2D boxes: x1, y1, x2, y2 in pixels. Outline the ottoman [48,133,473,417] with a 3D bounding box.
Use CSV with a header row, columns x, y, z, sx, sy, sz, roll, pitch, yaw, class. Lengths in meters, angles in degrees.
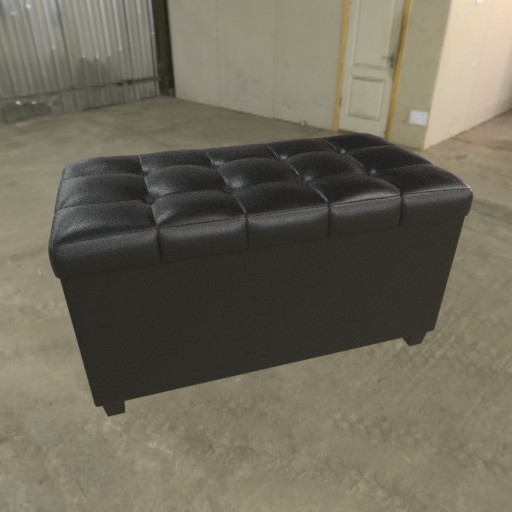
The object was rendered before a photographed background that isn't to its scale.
x,y,z,sx,sy,sz,roll,pitch,yaw,class
0.000,0.000,1.090,0.838,0.470,0.432,-9,32,-15,ottoman
